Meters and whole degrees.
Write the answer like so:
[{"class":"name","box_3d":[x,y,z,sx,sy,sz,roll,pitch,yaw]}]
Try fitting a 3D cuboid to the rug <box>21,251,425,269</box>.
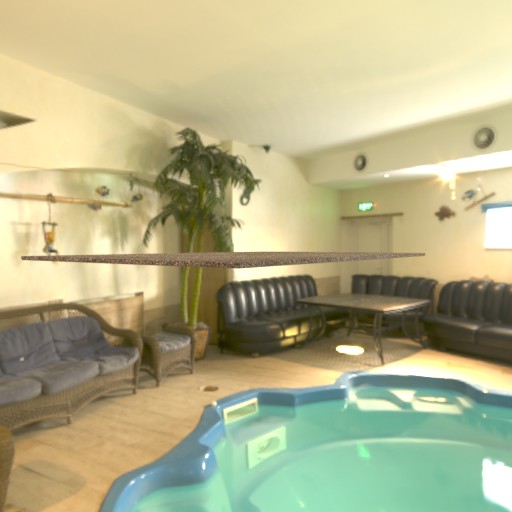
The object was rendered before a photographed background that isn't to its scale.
[{"class":"rug","box_3d":[0.000,0.000,3.422,1.802,0.026,2.699,1,2,36]}]
